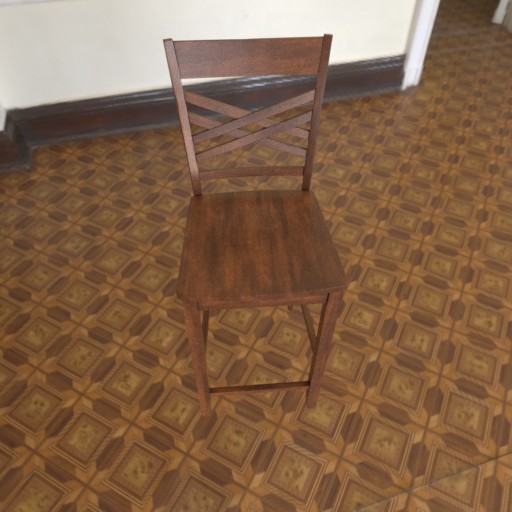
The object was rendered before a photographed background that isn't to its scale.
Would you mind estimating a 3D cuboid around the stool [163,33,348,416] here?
[{"bbox_3d":[0.000,0.000,1.338,0.426,1.098,0.504,-3,47,-3],"label":"stool"}]
